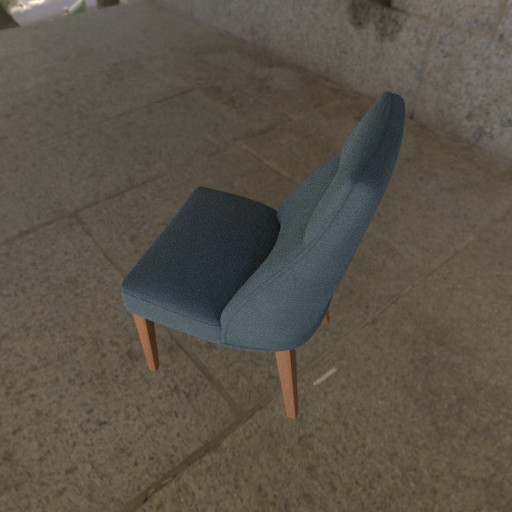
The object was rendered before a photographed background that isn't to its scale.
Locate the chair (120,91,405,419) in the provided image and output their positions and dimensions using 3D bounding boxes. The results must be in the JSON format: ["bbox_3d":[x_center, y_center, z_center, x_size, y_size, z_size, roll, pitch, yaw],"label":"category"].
[{"bbox_3d":[0.000,0.000,1.272,0.620,0.930,0.500,16,48,15],"label":"chair"}]
